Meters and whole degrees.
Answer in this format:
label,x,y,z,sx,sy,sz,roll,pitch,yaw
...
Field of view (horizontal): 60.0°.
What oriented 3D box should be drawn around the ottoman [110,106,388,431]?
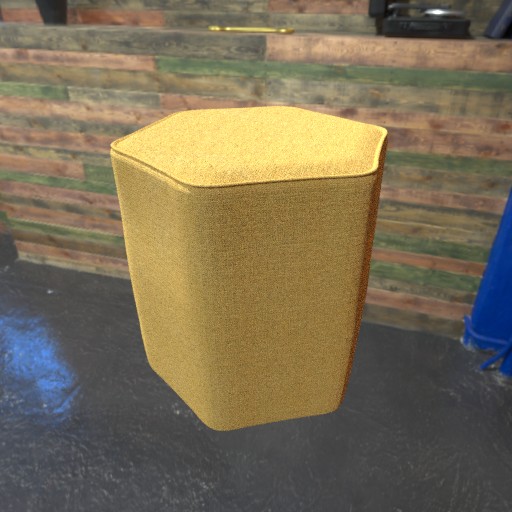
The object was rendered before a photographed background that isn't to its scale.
label,x,y,z,sx,sy,sz,roll,pitch,yaw
ottoman,0.000,0.000,0.889,0.443,0.502,0.494,10,32,16
